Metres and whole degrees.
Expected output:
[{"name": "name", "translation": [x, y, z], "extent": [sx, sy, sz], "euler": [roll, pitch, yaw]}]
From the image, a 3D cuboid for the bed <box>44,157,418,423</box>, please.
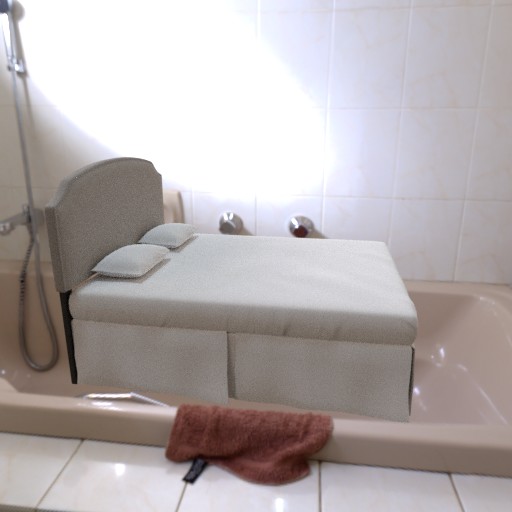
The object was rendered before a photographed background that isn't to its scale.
[{"name": "bed", "translation": [0.000, 0.000, 2.997], "extent": [1.999, 1.270, 1.558], "euler": [3, 17, 9]}]
